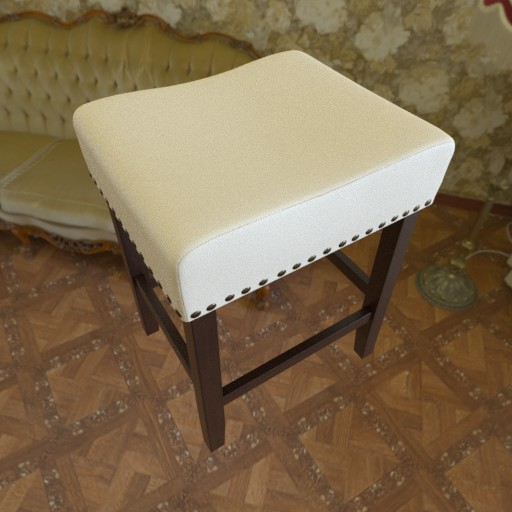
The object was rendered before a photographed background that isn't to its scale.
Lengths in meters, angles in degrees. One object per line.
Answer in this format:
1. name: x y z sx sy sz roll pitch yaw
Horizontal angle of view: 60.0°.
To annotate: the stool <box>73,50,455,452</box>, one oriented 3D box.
1. stool: 0.000 0.000 0.894 0.471 0.609 0.401 -24 51 -22
